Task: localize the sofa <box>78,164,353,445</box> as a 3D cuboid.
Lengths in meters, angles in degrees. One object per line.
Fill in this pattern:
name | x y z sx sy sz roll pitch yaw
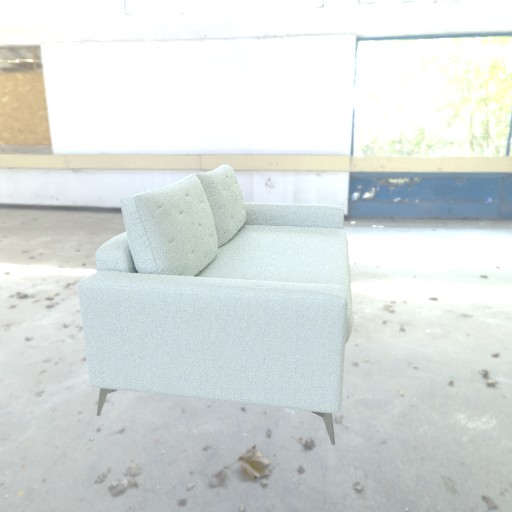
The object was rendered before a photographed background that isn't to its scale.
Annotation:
sofa | 0.000 0.000 2.191 0.920 0.790 1.650 3 17 10
